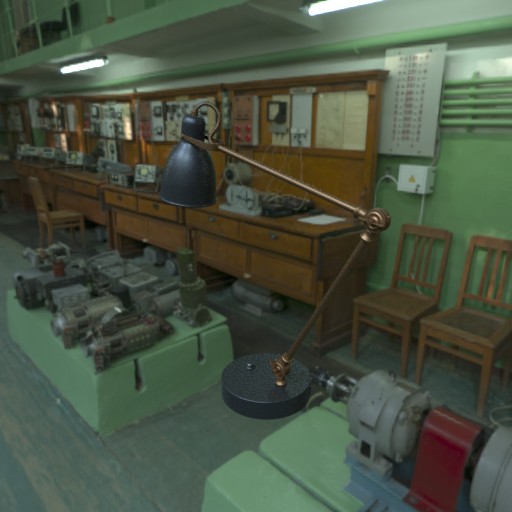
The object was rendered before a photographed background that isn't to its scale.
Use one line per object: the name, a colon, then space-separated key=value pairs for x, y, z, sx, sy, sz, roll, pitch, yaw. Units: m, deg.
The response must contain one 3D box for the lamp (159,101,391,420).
lamp: x=0.000 y=0.000 z=0.873 sx=0.187 sy=0.587 sz=0.561 roll=-16 pitch=23 yaw=-42
